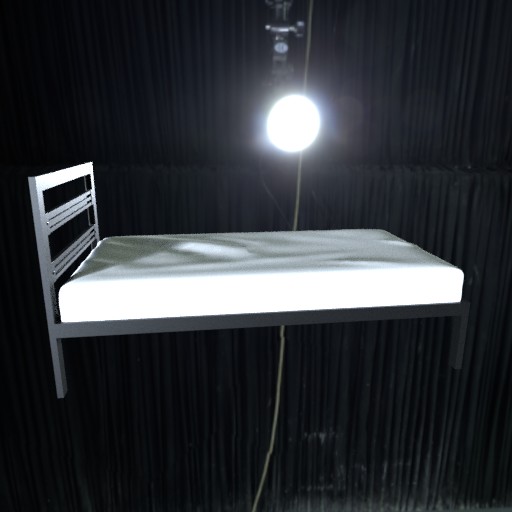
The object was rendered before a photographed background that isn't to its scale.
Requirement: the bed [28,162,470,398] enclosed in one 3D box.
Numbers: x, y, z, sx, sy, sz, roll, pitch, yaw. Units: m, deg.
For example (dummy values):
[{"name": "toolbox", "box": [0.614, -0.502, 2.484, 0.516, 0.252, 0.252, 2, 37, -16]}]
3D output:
[{"name": "bed", "box": [0.000, 0.000, 2.431, 1.930, 0.967, 0.991, -2, 15, -7]}]
